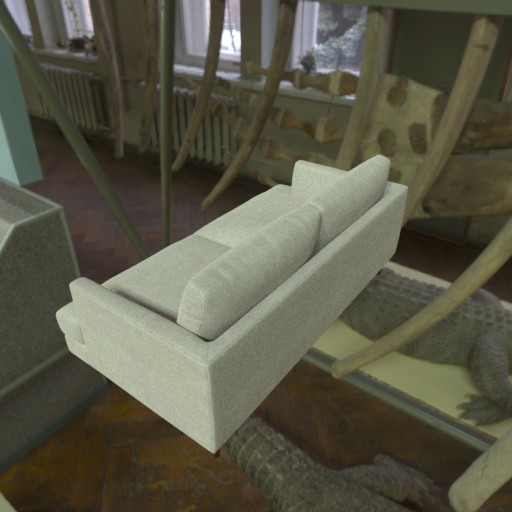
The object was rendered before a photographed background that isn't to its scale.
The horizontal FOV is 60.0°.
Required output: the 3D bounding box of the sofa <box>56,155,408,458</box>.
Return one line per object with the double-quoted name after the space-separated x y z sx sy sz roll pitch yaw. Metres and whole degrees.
0.000 0.000 2.548 1.020 0.868 1.948 22 38 30 "sofa"
